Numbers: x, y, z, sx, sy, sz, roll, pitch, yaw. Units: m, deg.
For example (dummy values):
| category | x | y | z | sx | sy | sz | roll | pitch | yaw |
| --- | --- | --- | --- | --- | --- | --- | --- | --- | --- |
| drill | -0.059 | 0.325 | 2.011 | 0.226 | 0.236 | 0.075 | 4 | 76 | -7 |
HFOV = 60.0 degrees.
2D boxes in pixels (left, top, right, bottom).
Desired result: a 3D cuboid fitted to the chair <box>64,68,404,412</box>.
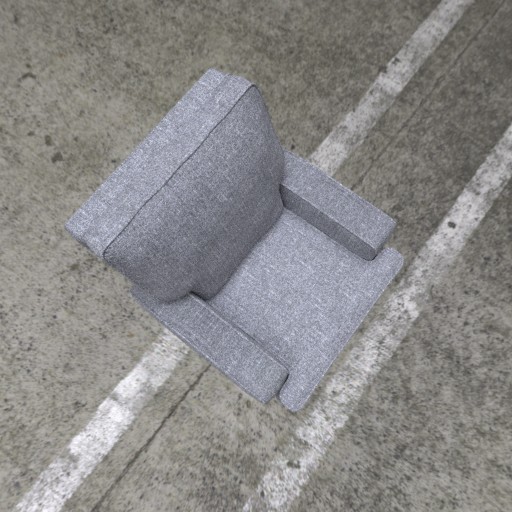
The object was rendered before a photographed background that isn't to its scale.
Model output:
| category | x | y | z | sx | sy | sz | roll | pitch | yaw |
| --- | --- | --- | --- | --- | --- | --- | --- | --- | --- |
| chair | 0.000 | 0.000 | 1.729 | 0.964 | 0.962 | 0.861 | 37 | 78 | 9 |
